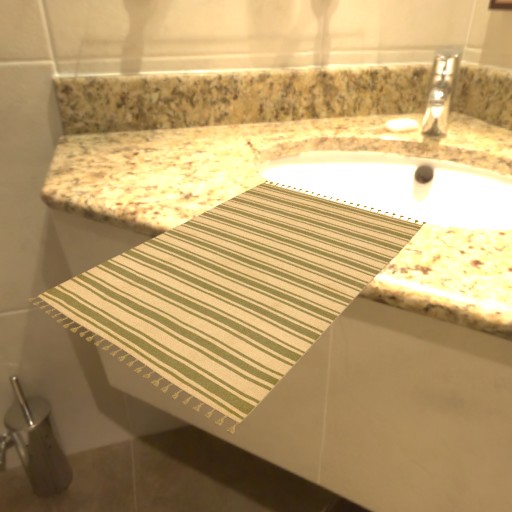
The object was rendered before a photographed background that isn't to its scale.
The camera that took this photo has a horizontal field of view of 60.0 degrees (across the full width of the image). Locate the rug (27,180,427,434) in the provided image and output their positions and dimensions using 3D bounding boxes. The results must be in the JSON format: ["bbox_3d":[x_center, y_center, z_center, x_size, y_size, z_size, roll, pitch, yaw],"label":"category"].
[{"bbox_3d":[0.000,0.000,3.017,1.540,0.018,2.435,21,36,31],"label":"rug"}]
